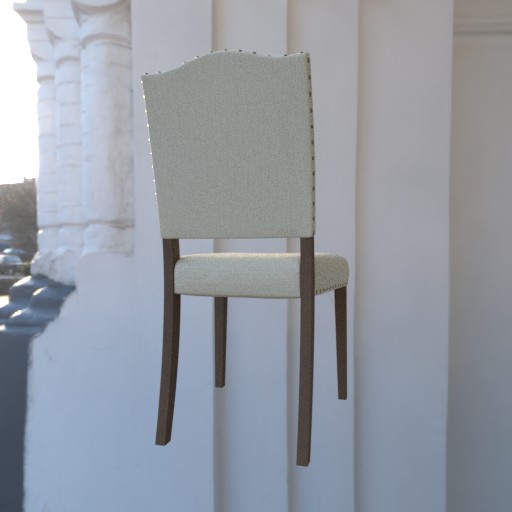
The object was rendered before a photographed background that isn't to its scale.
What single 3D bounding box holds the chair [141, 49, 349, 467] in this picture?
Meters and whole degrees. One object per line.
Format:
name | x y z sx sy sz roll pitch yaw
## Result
chair | 0.000 0.000 1.363 0.508 1.015 0.619 0 1 17
